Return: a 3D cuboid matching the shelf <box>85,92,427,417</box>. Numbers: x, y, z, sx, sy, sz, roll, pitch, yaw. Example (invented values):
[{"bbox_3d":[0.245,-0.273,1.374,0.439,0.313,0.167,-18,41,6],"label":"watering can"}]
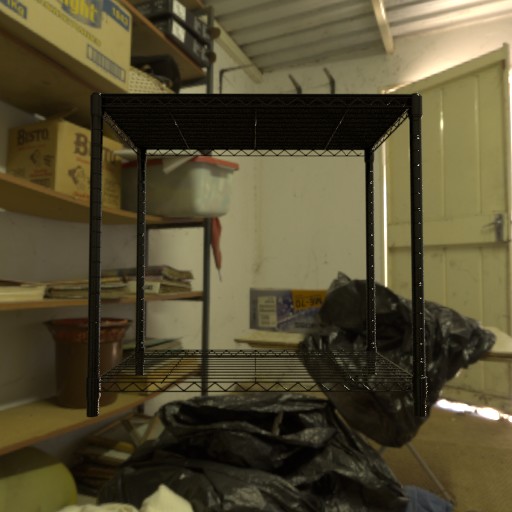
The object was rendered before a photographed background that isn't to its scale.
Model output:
[{"bbox_3d":[0.000,0.000,0.934,0.589,0.564,0.338,0,-2,0],"label":"shelf"}]
